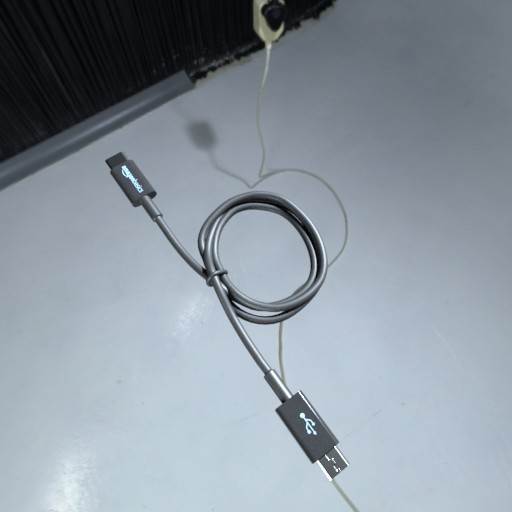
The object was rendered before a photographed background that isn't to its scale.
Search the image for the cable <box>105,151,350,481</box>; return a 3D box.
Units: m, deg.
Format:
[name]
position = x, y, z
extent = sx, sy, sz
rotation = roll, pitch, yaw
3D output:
[cable]
position = 0.000, 0.000, 0.214
extent = 0.070, 0.014, 0.192
rotation = -33, 69, -15
